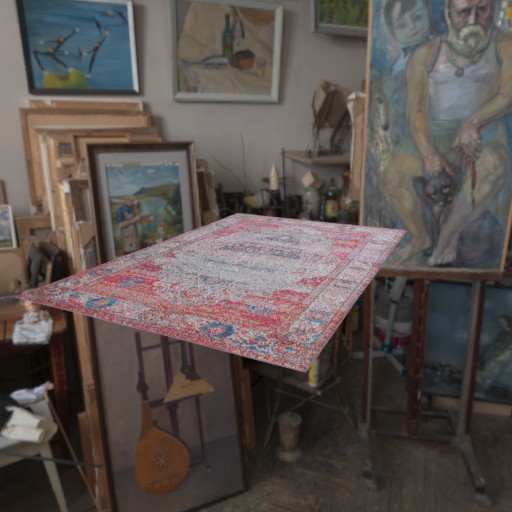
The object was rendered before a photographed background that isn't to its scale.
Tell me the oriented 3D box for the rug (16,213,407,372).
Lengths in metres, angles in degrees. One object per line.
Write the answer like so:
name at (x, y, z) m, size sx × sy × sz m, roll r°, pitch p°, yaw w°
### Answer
rug at (0.000, 0.000, 2.269) m, size 1.219 × 0.006 × 1.829 m, roll 8°, pitch 19°, yaw 25°
